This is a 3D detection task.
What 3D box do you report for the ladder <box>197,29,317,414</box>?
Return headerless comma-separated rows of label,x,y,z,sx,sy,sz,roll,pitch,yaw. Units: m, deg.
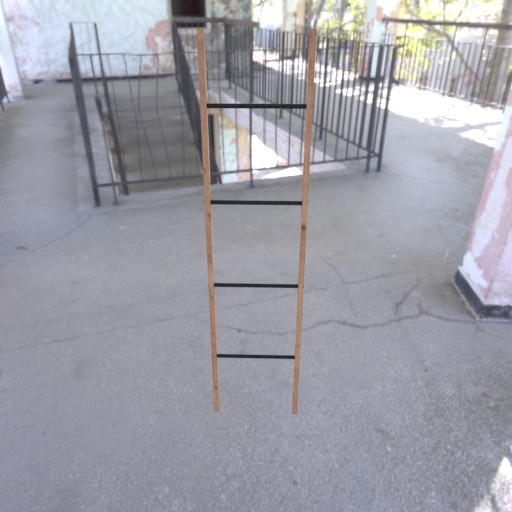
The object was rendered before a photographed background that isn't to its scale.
ladder,0.000,0.000,1.986,0.442,1.805,0.200,1,30,1
